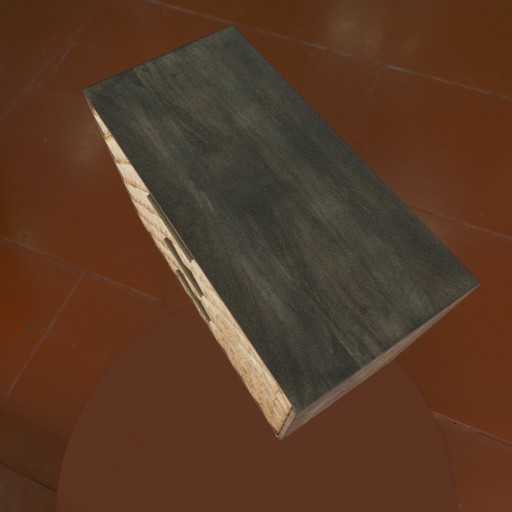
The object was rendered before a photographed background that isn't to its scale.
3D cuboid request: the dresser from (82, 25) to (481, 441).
[{"bbox_3d":[0.000,0.000,1.347,0.453,0.801,0.923,-31,67,-14],"label":"dresser"}]
